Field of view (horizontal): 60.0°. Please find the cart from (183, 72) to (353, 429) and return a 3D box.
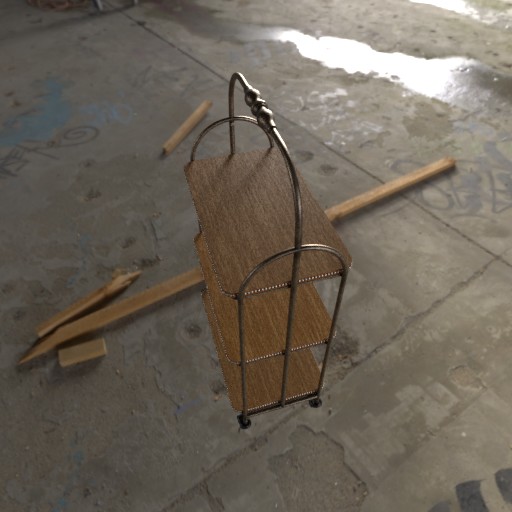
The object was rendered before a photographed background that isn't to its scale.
[{"bbox_3d":[0.000,0.000,1.372,0.330,1.052,0.650,-12,48,-11],"label":"cart"}]
